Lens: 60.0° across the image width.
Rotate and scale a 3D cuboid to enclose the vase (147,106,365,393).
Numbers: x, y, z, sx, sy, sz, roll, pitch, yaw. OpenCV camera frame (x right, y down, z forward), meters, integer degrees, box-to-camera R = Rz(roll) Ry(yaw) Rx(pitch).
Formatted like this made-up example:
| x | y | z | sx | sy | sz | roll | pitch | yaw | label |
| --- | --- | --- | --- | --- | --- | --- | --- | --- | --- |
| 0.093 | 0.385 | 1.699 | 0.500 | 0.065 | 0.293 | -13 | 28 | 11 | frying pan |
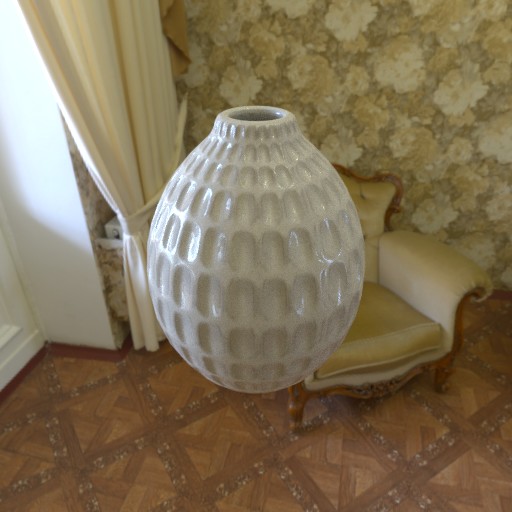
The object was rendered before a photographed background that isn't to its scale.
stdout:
| x | y | z | sx | sy | sz | roll | pitch | yaw | label |
| --- | --- | --- | --- | --- | --- | --- | --- | --- | --- |
| 0.000 | 0.000 | 0.265 | 0.128 | 0.167 | 0.128 | 0 | 31 | 0 | vase |
